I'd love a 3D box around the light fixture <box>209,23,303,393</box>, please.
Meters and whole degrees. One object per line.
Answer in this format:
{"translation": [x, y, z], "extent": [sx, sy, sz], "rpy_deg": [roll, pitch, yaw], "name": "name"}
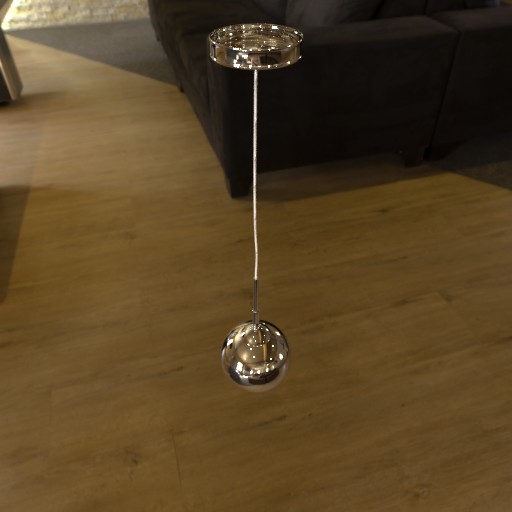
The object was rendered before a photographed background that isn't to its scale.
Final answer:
{"translation": [0.000, 0.000, 1.674], "extent": [0.336, 1.538, 0.336], "rpy_deg": [0, 41, 0], "name": "light fixture"}
